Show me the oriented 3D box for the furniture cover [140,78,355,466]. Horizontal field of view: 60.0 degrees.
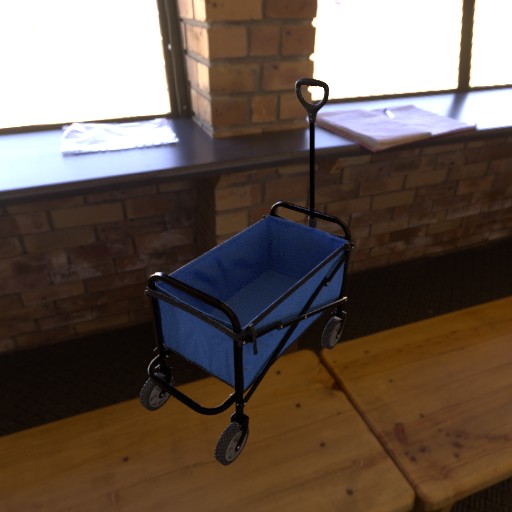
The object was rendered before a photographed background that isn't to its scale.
[{"bbox_3d":[0.000,0.000,1.846,0.532,1.295,1.038,21,37,31],"label":"furniture cover"}]
